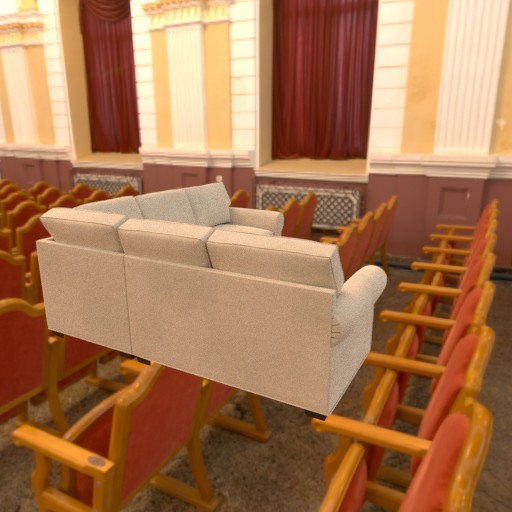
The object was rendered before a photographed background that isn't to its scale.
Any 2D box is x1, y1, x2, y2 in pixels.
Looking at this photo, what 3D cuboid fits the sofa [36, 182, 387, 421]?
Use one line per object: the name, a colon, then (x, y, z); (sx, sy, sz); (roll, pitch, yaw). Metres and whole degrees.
sofa: (0.000, 0.000, 3.995); (2.487, 1.054, 2.569); (8, 18, 27)
